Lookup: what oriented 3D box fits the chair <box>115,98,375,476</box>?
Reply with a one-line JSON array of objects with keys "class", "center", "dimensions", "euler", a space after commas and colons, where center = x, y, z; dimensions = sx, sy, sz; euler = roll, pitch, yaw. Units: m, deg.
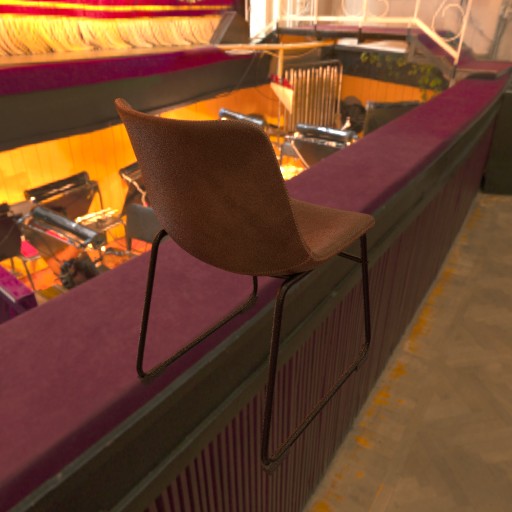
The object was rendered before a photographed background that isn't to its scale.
[{"class": "chair", "center": [0.000, 0.000, 1.100], "dimensions": [0.460, 0.780, 0.551], "euler": [21, 36, 33]}]
